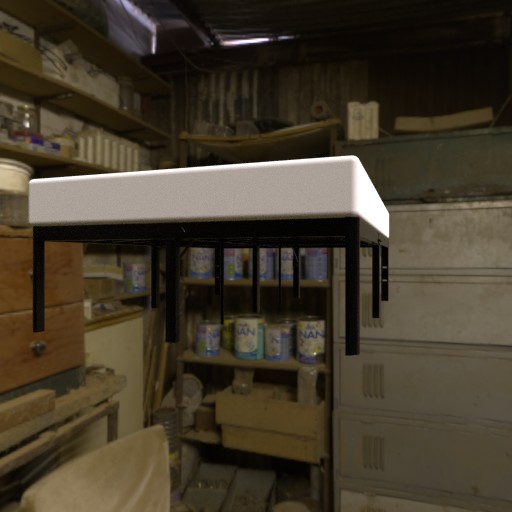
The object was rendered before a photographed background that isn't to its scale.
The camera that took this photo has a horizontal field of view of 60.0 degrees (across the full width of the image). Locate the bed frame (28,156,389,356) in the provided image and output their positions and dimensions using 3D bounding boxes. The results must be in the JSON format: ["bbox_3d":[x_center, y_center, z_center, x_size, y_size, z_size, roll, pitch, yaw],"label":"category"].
[{"bbox_3d":[0.000,0.000,2.589,1.408,0.659,1.956,0,0,19],"label":"bed frame"}]
